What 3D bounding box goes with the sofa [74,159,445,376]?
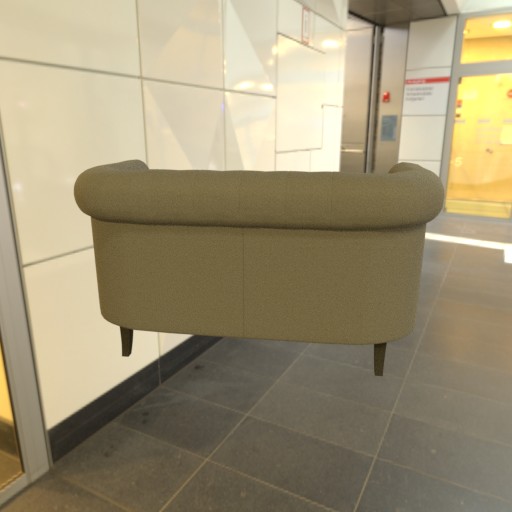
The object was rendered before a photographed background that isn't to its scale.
[{"bbox_3d":[0.000,0.000,2.031,1.558,0.827,0.835,2,16,8],"label":"sofa"}]
